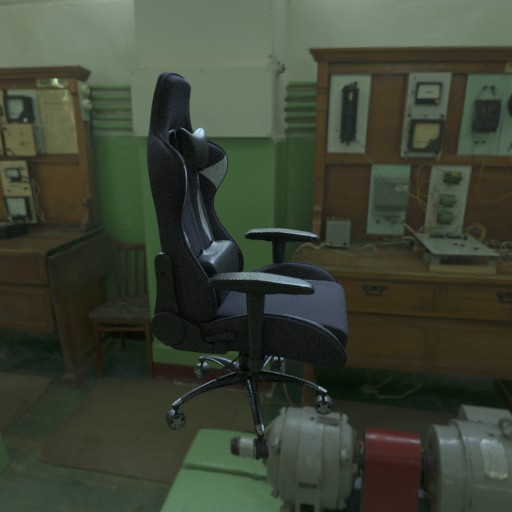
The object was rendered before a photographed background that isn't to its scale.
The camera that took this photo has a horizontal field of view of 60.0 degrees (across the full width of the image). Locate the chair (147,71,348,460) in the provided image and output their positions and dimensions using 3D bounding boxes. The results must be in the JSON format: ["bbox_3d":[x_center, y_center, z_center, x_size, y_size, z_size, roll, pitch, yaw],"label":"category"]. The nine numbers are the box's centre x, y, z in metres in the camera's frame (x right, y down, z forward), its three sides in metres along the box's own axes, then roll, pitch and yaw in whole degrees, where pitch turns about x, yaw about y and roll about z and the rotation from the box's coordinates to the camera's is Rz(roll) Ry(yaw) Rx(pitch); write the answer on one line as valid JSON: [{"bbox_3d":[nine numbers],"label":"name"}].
[{"bbox_3d":[0.000,0.000,1.675,0.695,1.300,0.730,3,16,9],"label":"chair"}]
